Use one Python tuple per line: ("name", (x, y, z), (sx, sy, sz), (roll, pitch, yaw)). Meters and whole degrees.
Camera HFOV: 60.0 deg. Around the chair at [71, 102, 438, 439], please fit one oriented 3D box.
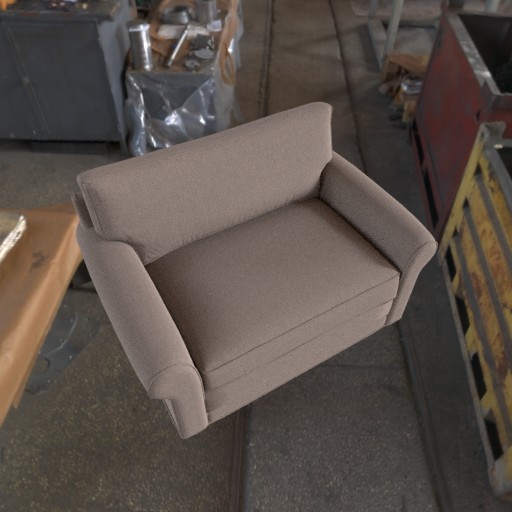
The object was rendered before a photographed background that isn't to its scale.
("chair", (0.000, 0.000, 2.043), (1.390, 0.930, 0.930), (-23, 51, -21))
